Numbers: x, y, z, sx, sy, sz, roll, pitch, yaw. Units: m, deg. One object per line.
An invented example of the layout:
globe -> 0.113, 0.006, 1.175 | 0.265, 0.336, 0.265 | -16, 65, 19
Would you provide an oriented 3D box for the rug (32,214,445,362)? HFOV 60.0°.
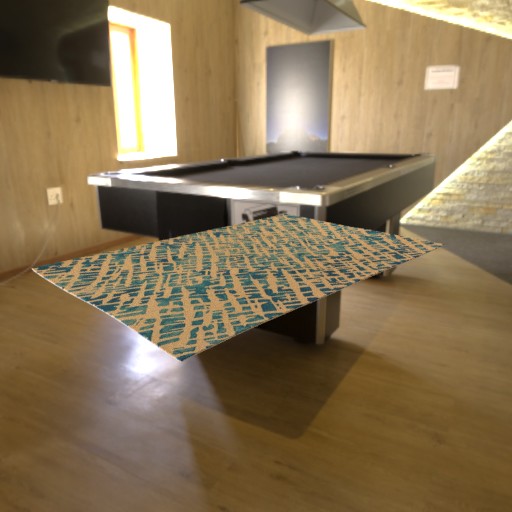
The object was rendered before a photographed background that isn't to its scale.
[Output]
rug -> 0.000, 0.000, 2.317 | 1.830, 0.011, 1.209 | -16, 23, -42
